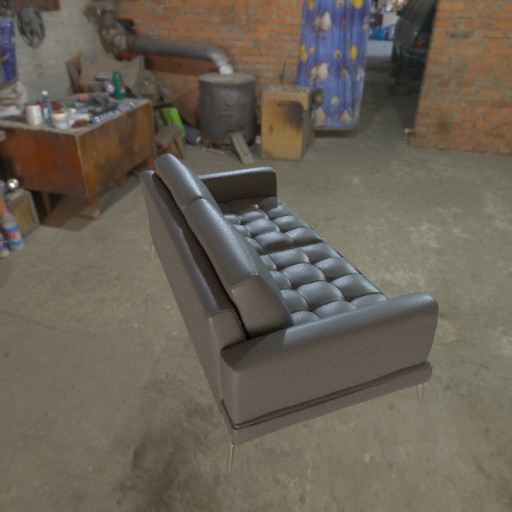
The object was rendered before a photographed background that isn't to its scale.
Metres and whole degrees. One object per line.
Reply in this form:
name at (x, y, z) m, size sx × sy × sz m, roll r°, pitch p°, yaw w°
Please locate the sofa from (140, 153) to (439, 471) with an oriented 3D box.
sofa at (0.000, 0.000, 2.819) m, size 1.121 × 0.930 × 2.177 m, roll -11°, pitch 33°, yaw -18°
